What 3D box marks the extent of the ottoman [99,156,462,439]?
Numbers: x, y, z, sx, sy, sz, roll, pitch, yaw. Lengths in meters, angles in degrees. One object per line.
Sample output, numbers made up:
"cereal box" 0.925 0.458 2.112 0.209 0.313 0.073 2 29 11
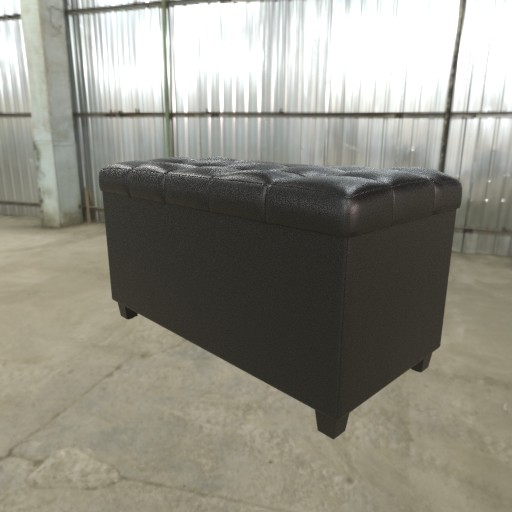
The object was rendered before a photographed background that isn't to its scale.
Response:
"ottoman" 0.000 0.000 1.130 0.432 0.470 0.838 -14 21 -42
